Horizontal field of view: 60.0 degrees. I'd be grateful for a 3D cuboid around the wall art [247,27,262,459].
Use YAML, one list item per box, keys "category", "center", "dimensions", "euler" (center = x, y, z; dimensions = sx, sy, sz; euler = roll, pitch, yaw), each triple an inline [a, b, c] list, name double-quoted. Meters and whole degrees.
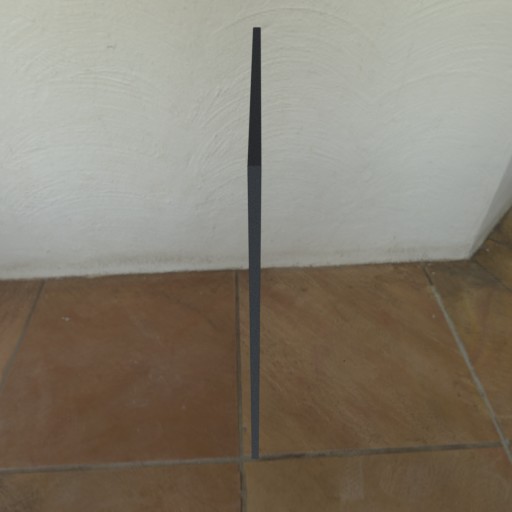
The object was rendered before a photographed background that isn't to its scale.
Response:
- category: "wall art"
  center: [0.000, 0.000, 0.662]
  dimensions: [0.012, 0.529, 0.374]
  euler: [0, 42, 0]
